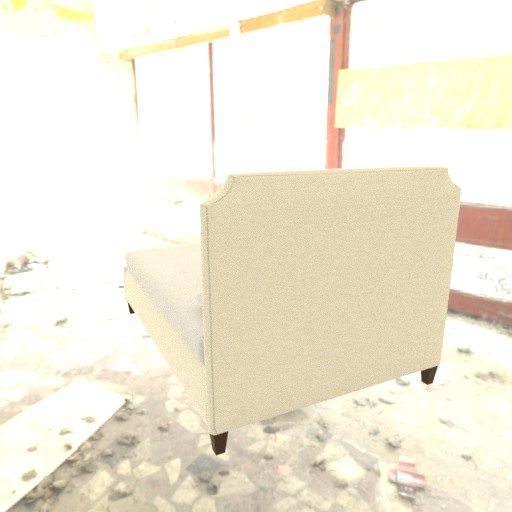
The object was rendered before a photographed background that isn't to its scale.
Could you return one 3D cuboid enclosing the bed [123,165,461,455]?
[{"bbox_3d":[0.000,0.000,3.523,1.712,1.497,2.372,-7,16,-26],"label":"bed"}]
